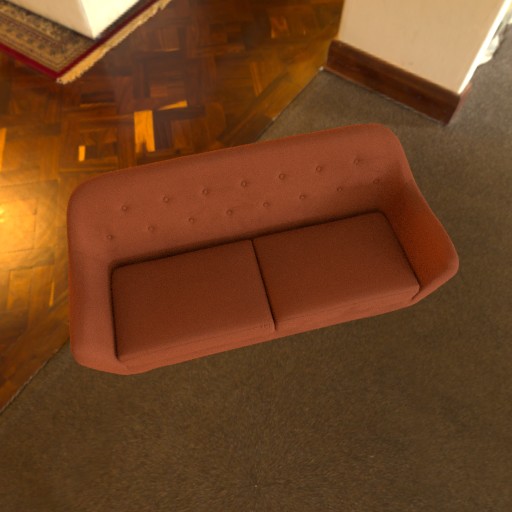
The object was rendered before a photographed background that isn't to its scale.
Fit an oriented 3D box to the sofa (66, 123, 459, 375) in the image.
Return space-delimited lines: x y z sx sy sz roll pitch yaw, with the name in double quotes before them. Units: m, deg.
"sofa" 0.000 0.000 2.332 1.840 0.836 0.820 -12 63 -6
